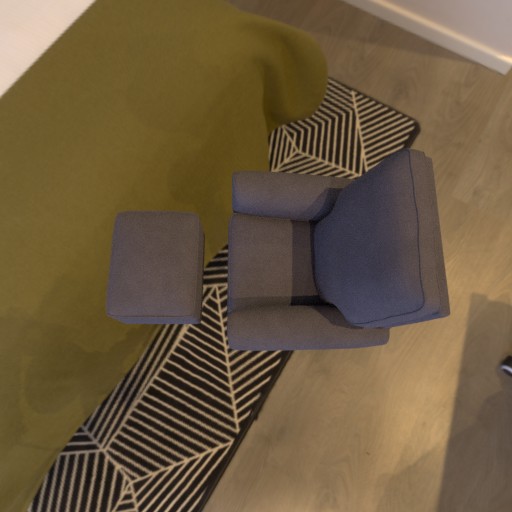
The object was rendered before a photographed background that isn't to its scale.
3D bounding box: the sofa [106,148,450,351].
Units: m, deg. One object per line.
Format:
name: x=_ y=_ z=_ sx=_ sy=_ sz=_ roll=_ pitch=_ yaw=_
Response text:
sofa: x=0.000 y=0.000 z=2.105 sx=1.478 sy=0.959 sz=0.880 roll=0 pitch=73 yaw=0
